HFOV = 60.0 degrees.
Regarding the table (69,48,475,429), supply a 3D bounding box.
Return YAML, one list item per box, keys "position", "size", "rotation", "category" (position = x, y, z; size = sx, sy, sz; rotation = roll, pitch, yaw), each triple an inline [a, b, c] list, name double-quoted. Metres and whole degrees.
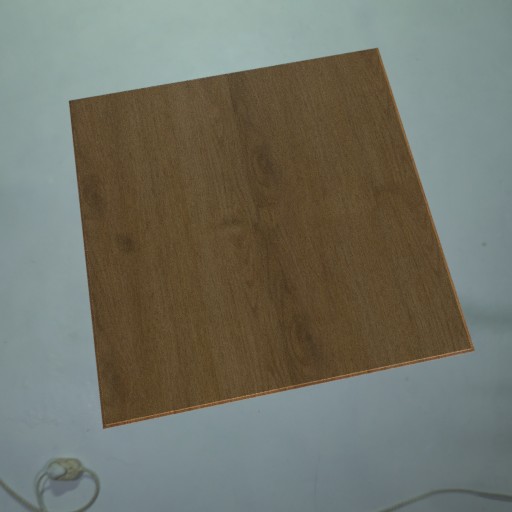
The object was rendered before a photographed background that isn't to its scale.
- position: [0.000, 0.000, 1.075]
  size: [0.616, 0.593, 0.612]
  rotation: [-11, 75, -3]
  category: "table"
